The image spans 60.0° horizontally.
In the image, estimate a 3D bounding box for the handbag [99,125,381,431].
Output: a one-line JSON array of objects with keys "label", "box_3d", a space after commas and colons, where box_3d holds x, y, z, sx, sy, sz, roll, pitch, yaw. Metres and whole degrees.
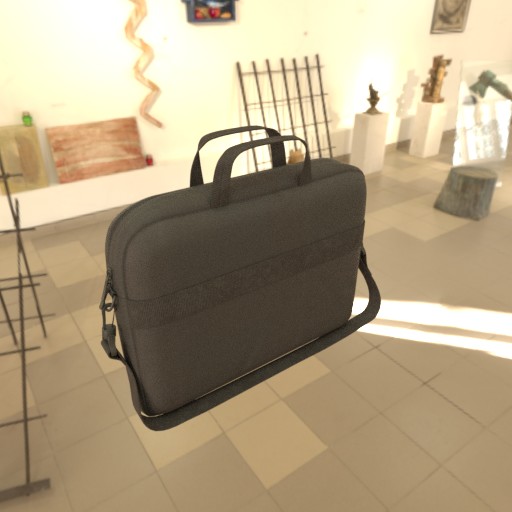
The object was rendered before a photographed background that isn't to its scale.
[{"label": "handbag", "box_3d": [0.000, 0.000, 0.437, 0.320, 0.244, 0.089, -19, 35, -30]}]
